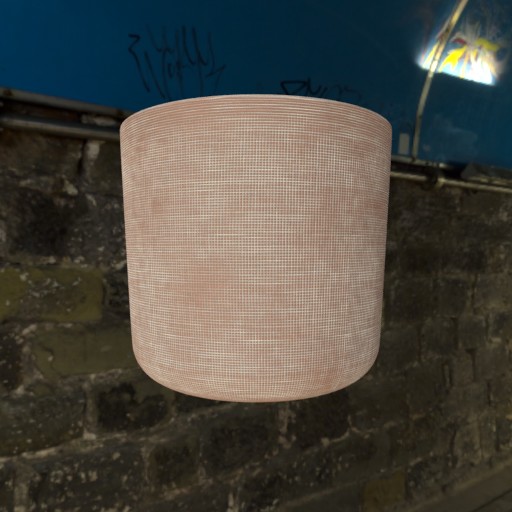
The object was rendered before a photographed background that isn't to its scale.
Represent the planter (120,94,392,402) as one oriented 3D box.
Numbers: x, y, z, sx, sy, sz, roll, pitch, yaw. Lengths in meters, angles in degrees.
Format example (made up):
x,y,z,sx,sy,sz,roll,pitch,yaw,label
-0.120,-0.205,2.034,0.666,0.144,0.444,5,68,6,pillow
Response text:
x,y,z,sx,sy,sz,roll,pitch,yaw,label
0.000,0.000,0.754,0.440,0.398,0.440,0,1,0,planter
